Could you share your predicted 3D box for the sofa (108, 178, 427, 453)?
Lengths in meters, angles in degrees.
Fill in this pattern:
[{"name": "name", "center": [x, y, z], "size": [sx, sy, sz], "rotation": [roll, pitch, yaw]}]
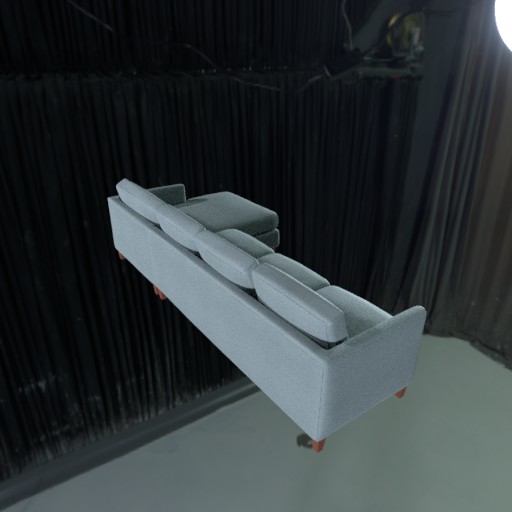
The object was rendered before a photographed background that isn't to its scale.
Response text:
[{"name": "sofa", "center": [0.000, 0.000, 4.154], "size": [1.604, 0.950, 3.471], "rotation": [-18, 31, -32]}]
